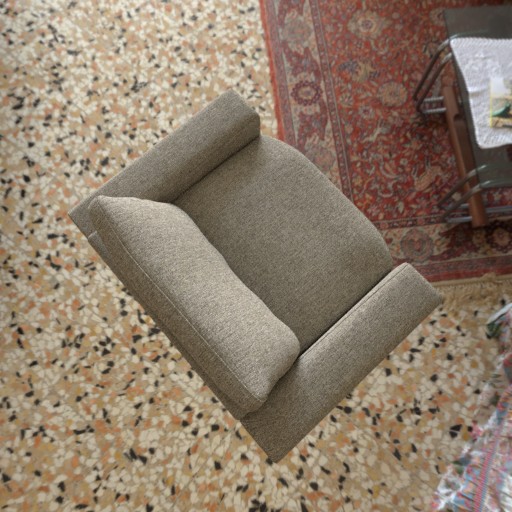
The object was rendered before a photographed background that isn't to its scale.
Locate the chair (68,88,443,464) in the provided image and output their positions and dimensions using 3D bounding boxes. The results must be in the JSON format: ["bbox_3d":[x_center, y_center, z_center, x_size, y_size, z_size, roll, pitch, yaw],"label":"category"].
[{"bbox_3d":[0.000,0.000,2.031,1.039,0.915,1.398,-41,79,-10],"label":"chair"}]
